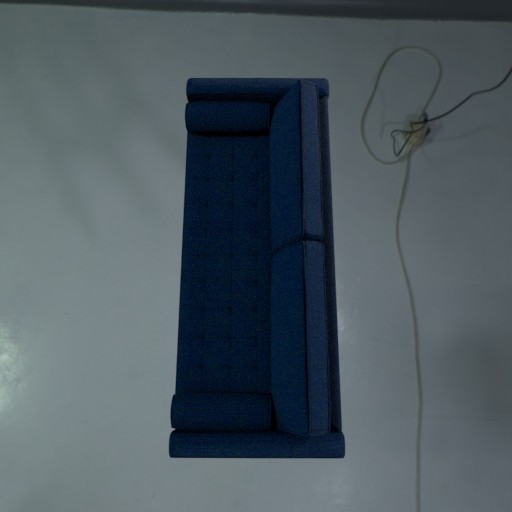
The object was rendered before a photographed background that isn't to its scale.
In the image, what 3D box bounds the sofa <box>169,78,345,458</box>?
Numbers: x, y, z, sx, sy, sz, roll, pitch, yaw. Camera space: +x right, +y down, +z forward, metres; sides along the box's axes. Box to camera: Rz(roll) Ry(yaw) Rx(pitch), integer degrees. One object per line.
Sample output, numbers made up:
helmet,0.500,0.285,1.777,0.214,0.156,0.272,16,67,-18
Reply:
sofa,0.000,0.000,2.676,0.914,0.762,2.210,0,75,0
